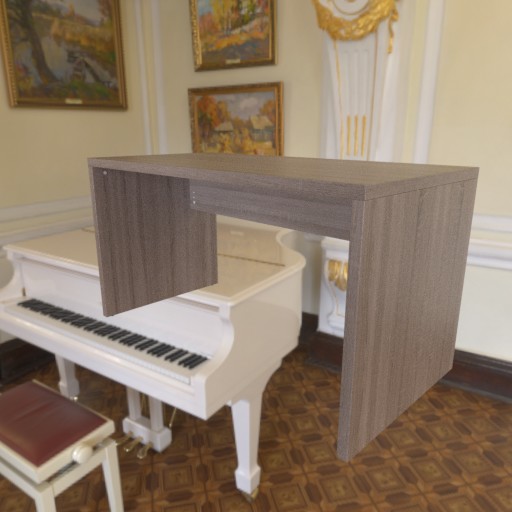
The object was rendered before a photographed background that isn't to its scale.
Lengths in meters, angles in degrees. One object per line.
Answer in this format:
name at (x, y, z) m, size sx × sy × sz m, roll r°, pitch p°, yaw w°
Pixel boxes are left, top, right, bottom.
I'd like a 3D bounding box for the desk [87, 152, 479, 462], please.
desk at (0.000, 0.000, 1.788) m, size 0.690 × 0.745 × 1.380 m, roll -15°, pitch 22°, yaw -43°
